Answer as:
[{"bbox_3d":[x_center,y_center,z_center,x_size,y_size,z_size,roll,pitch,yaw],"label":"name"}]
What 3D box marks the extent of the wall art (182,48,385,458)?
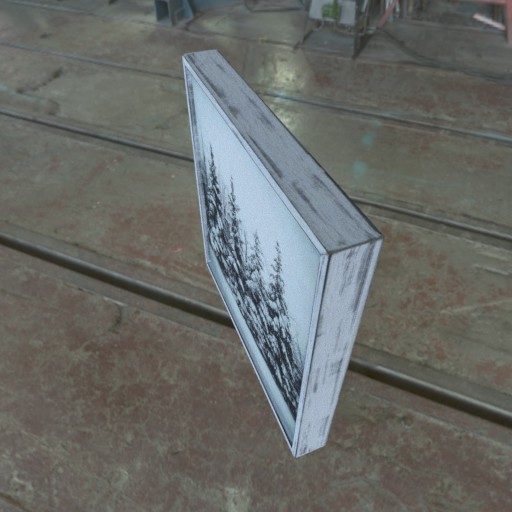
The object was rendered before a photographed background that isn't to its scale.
[{"bbox_3d":[0.000,0.000,0.457,0.036,0.303,0.303,-16,48,-15],"label":"wall art"}]
